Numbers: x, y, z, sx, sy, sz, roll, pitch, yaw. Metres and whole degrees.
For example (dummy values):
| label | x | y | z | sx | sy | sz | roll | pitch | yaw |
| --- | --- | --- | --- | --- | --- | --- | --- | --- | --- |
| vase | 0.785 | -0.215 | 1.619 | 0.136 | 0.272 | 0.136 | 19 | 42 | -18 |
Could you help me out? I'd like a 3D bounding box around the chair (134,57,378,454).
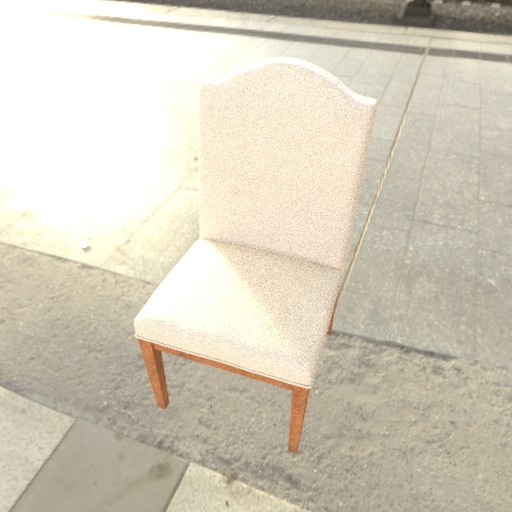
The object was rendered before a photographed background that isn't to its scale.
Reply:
| label | x | y | z | sx | sy | sz | roll | pitch | yaw |
| --- | --- | --- | --- | --- | --- | --- | --- | --- | --- |
| chair | 0.000 | 0.000 | 1.382 | 0.534 | 1.012 | 0.648 | 13 | 43 | 14 |
